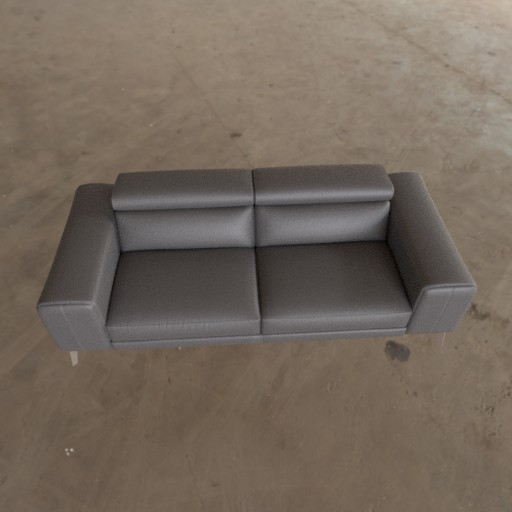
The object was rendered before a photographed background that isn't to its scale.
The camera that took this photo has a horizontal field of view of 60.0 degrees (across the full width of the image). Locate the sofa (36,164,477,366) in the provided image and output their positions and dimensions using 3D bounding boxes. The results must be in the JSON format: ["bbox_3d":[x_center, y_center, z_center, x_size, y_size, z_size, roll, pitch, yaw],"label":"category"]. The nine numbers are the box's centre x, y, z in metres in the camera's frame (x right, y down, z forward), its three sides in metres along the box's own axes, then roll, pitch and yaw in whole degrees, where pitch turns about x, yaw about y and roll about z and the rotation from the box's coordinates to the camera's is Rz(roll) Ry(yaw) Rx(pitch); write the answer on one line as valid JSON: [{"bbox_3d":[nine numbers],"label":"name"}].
[{"bbox_3d":[0.000,0.000,2.767,2.321,0.759,1.023,-2,47,-2],"label":"sofa"}]
